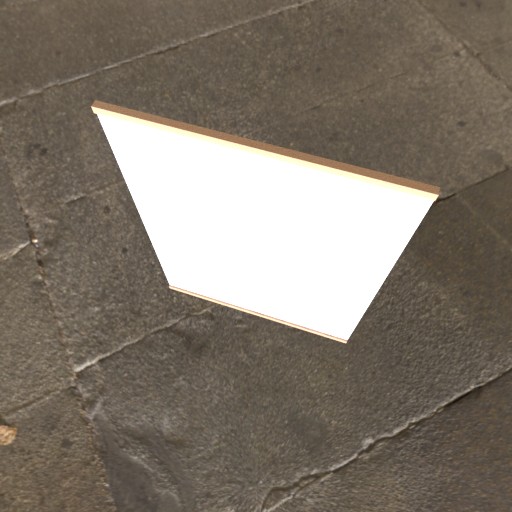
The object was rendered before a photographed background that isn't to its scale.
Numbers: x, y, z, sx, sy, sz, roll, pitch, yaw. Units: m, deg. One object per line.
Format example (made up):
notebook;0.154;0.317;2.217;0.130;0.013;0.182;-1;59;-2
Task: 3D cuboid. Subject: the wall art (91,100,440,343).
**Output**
wall art;0.000;0.000;0.829;0.459;0.608;0.012;16;64;8
